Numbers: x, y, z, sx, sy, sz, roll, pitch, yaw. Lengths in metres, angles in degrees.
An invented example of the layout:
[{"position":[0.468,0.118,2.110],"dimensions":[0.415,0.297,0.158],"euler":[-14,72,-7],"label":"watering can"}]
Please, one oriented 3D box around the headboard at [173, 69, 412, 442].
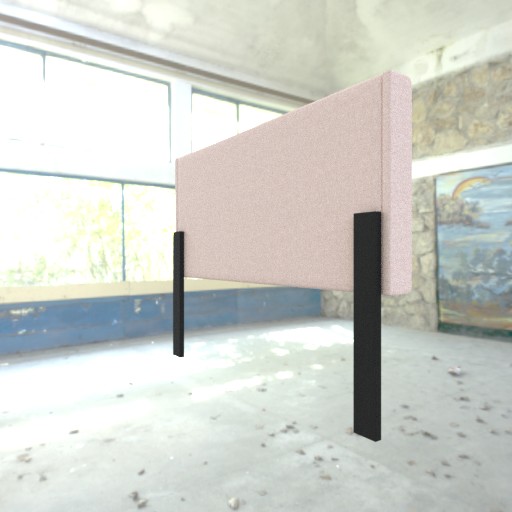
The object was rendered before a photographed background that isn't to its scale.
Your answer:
[{"position":[0.000,0.000,2.669],"dimensions":[0.184,1.524,2.051],"euler":[0,0,-35],"label":"headboard"}]
